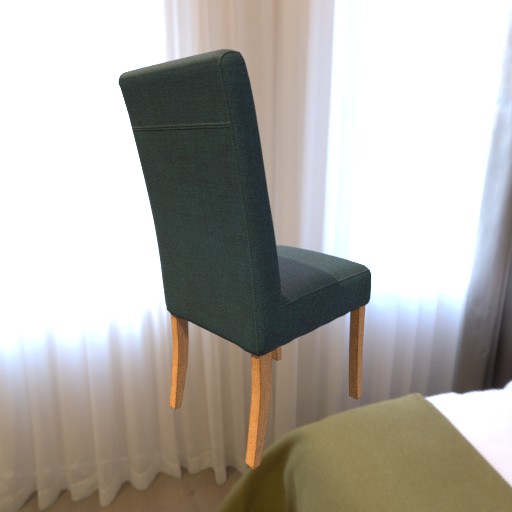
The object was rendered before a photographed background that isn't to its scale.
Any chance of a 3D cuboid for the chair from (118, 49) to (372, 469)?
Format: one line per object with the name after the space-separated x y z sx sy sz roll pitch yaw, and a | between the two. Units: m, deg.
0.000 0.000 1.336 0.610 1.029 0.450 -13 20 -42 | chair
